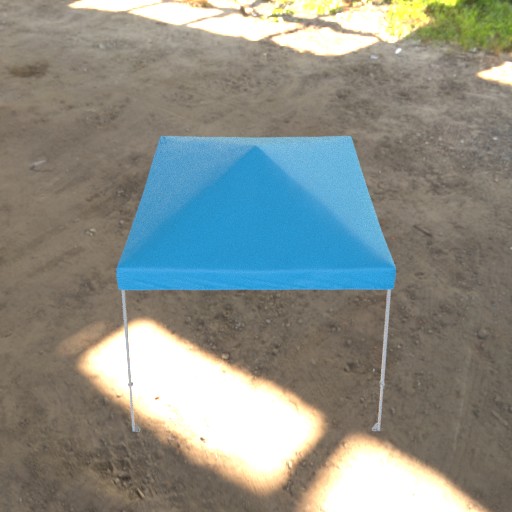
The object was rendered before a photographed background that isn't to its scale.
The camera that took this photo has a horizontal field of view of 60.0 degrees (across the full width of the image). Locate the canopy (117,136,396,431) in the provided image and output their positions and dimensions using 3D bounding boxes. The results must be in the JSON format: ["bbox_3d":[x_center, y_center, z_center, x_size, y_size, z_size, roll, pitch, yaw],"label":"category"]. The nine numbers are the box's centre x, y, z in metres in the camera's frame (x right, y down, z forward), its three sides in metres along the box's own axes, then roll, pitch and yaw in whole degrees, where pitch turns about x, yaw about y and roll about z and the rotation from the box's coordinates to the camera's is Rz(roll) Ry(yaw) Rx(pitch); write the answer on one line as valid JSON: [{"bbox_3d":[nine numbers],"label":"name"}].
[{"bbox_3d":[0.000,0.000,6.549,3.599,3.600,3.600,0,42,0],"label":"canopy"}]
